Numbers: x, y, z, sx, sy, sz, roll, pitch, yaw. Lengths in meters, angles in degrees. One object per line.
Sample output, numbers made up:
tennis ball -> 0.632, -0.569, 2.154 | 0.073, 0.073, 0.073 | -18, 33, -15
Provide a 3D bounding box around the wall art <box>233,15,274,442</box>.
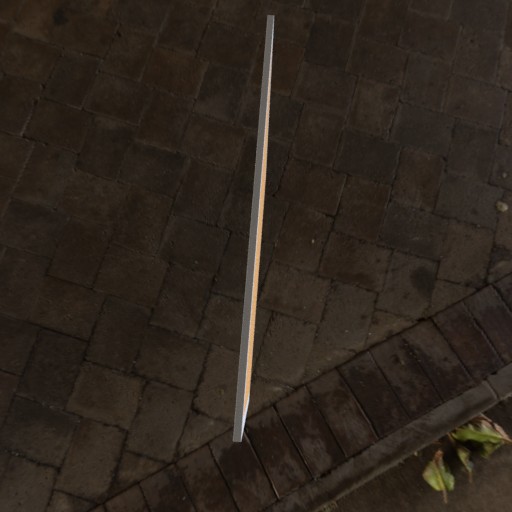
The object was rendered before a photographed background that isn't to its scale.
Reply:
wall art -> 0.000, 0.000, 1.200 | 0.013, 0.813, 0.812 | 4, 76, 1
